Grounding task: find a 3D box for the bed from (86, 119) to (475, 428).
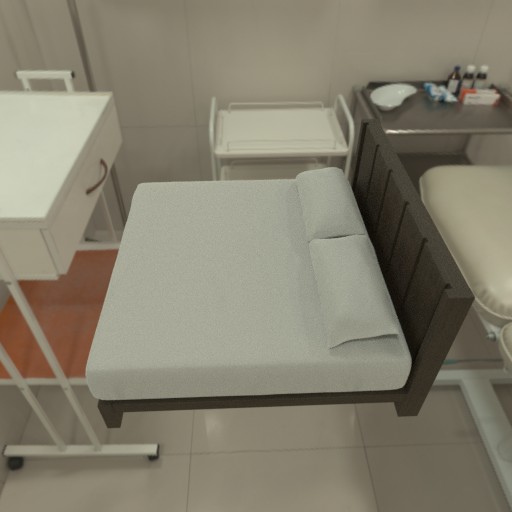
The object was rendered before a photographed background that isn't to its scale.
[{"bbox_3d":[0.000,0.000,3.523,2.238,1.261,2.143,-2,42,-2],"label":"bed"}]
